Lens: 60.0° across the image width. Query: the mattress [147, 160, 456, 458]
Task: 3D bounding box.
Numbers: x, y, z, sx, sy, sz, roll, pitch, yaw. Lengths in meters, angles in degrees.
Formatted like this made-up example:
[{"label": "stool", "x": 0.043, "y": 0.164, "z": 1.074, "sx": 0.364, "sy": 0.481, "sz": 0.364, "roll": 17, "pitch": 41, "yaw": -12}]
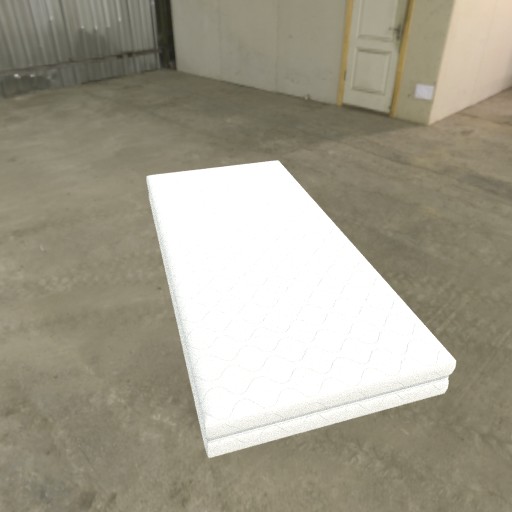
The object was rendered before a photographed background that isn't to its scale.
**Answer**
[{"label": "mattress", "x": 0.000, "y": 0.000, "z": 2.235, "sx": 0.900, "sy": 0.200, "sz": 1.900, "roll": -10, "pitch": 35, "yaw": -14}]
